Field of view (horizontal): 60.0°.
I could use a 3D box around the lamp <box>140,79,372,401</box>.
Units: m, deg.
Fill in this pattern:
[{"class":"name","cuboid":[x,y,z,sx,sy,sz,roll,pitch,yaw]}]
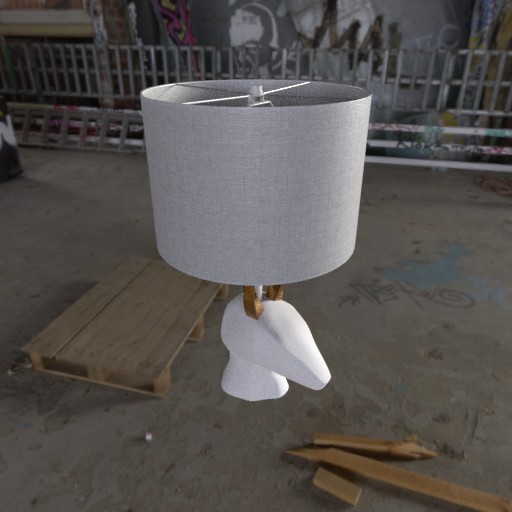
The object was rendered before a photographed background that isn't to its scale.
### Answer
[{"class":"lamp","cuboid":[0.000,0.000,0.696,0.298,0.503,0.298,18,32,31]}]
